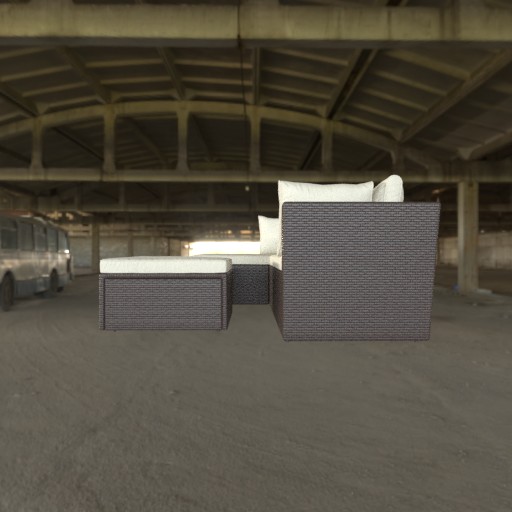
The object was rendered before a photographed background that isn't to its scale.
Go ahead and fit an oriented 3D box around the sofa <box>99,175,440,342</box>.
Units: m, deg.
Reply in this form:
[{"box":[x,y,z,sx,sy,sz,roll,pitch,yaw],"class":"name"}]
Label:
[{"box":[0.000,0.000,3.043,1.612,0.766,2.192,0,0,-1],"class":"sofa"}]
